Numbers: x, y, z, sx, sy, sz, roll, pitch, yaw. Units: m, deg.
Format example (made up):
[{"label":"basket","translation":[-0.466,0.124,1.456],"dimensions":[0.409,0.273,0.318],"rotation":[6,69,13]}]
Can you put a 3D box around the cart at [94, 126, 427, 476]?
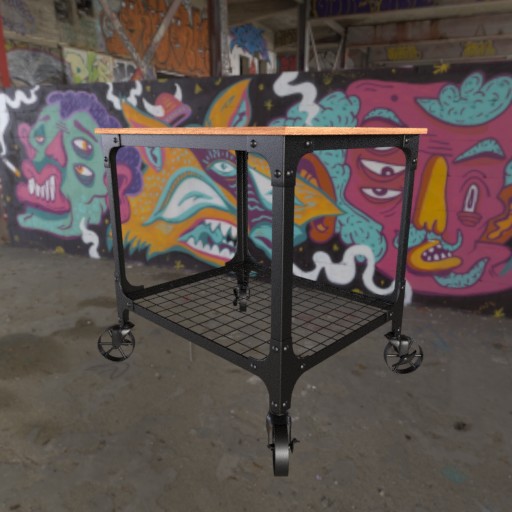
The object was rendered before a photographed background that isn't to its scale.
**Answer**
[{"label":"cart","translation":[0.000,0.000,1.090],"dimensions":[0.666,0.603,0.558],"rotation":[15,21,42]}]
